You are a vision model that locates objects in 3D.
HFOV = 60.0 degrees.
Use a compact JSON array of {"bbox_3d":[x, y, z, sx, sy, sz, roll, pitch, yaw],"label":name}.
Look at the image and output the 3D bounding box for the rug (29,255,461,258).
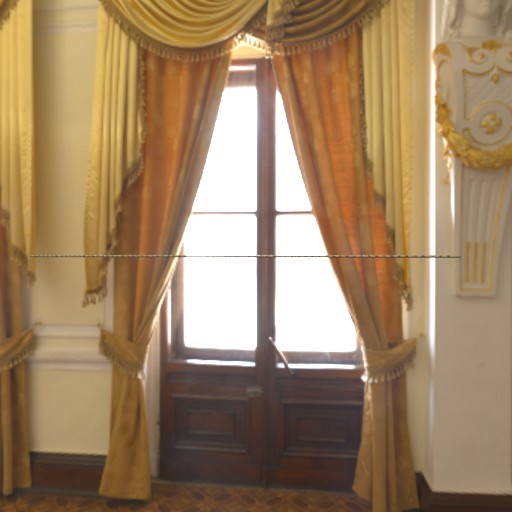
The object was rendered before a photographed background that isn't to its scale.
[{"bbox_3d":[0.000,0.000,2.203,1.752,0.008,1.144,0,0,19],"label":"rug"}]
